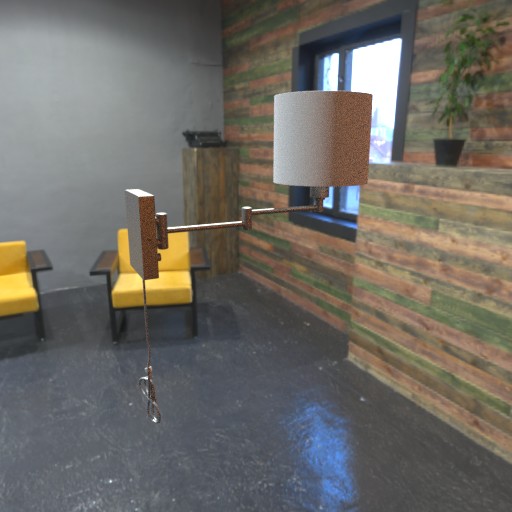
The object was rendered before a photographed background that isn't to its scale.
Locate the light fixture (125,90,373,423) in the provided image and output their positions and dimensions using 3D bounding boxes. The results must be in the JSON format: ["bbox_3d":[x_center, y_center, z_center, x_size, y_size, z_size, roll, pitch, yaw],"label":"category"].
[{"bbox_3d":[0.000,0.000,0.936,0.516,0.651,0.203,-7,16,-26],"label":"light fixture"}]
